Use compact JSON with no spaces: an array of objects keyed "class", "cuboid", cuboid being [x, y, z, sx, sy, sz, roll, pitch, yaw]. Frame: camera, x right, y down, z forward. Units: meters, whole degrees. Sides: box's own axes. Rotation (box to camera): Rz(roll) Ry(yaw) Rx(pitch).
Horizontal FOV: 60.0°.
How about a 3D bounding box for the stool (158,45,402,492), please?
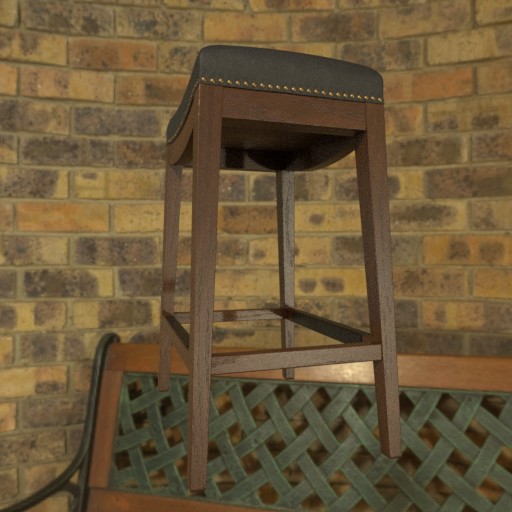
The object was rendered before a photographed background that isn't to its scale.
[{"class":"stool","cuboid":[0.000,0.000,0.909,0.353,0.664,0.490,0,1,-18]}]
